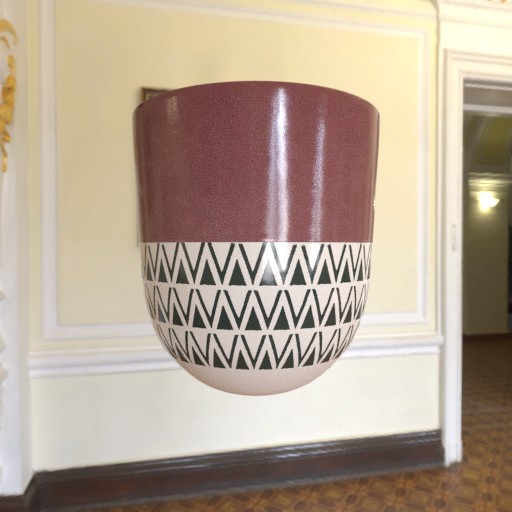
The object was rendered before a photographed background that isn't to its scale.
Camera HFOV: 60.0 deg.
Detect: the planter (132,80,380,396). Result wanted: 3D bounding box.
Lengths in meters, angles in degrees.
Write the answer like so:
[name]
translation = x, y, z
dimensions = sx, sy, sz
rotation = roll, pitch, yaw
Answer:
[planter]
translation = 0.000, 0.000, 0.364
dimensions = 0.195, 0.214, 0.195
rotation = 0, 1, 0
